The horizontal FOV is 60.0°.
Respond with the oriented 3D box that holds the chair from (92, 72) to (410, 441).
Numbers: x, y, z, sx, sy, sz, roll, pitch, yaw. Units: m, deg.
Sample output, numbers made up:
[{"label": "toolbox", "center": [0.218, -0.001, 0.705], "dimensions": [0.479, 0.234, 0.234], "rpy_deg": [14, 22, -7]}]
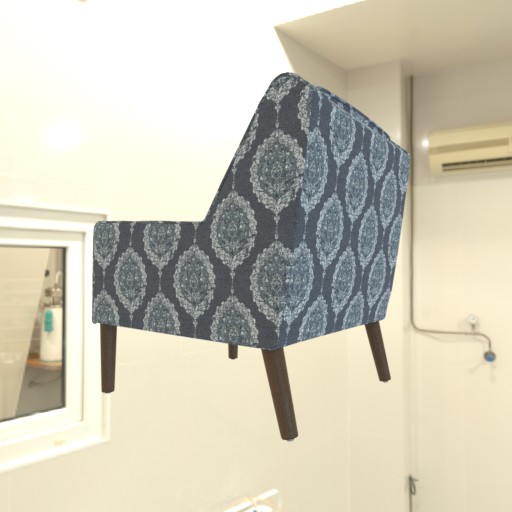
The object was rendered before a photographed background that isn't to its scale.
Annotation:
[{"label": "chair", "center": [0.000, 0.000, 1.342], "dimensions": [0.743, 0.792, 0.663], "rpy_deg": [-1, -2, 36]}]
